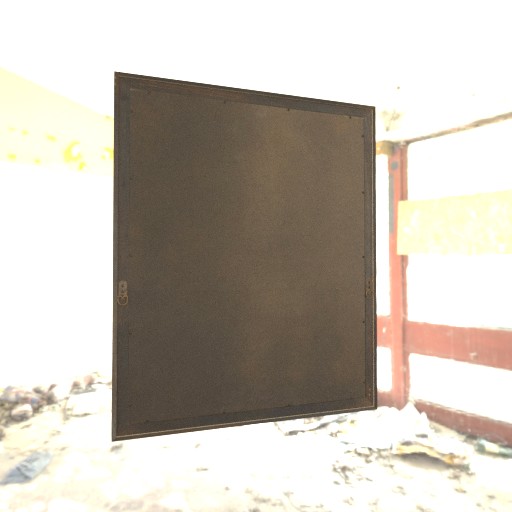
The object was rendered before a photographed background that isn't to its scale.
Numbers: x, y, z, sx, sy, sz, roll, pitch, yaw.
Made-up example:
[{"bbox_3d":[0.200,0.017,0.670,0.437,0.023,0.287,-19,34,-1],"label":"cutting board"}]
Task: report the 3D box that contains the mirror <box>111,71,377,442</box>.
[{"bbox_3d":[0.000,0.000,1.186,0.730,0.882,0.032,0,-1,-19],"label":"mirror"}]
